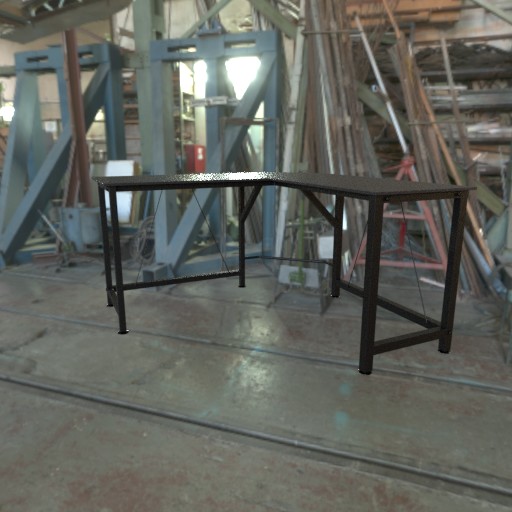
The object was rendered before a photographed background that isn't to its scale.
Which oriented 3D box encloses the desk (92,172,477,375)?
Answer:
[{"bbox_3d":[0.000,0.000,2.282,1.400,0.762,1.400,-6,15,-25],"label":"desk"}]
